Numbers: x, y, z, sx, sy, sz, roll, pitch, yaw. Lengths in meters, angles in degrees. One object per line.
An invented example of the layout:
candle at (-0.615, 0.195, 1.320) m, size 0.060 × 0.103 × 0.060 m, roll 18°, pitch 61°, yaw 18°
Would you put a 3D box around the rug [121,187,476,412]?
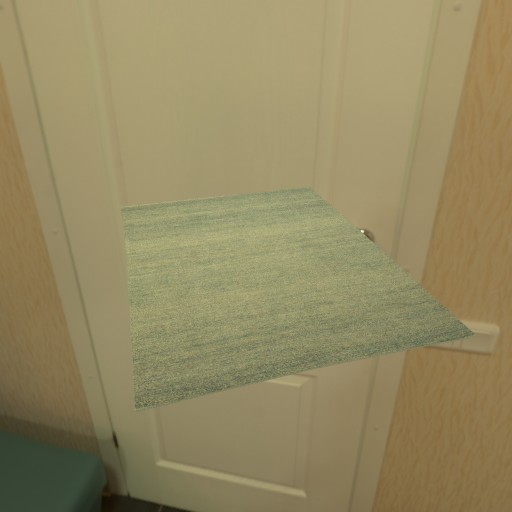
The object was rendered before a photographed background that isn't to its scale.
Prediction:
rug at (0.000, 0.000, 4.306) m, size 2.461 × 0.046 × 3.237 m, roll -8°, pitch 30°, yaw -14°
